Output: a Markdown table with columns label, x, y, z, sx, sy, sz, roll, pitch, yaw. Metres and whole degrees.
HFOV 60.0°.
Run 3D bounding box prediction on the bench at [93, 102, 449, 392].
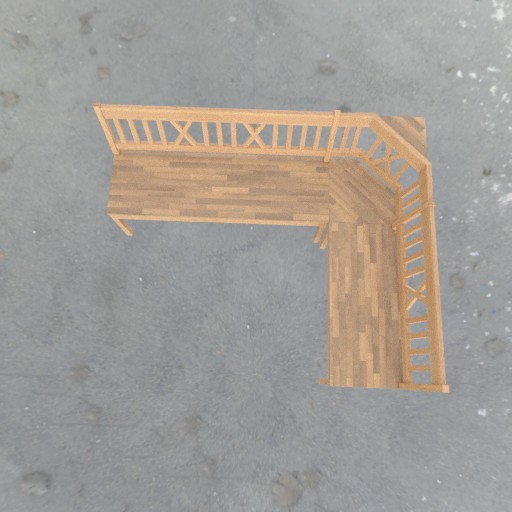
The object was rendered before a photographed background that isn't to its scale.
| label | x | y | z | sx | sy | sz | roll | pitch | yaw |
| --- | --- | --- | --- | --- | --- | --- | --- | --- | --- |
| bench | 0.000 | 0.000 | 2.790 | 1.937 | 0.902 | 1.537 | 2 | 75 | 1 |
